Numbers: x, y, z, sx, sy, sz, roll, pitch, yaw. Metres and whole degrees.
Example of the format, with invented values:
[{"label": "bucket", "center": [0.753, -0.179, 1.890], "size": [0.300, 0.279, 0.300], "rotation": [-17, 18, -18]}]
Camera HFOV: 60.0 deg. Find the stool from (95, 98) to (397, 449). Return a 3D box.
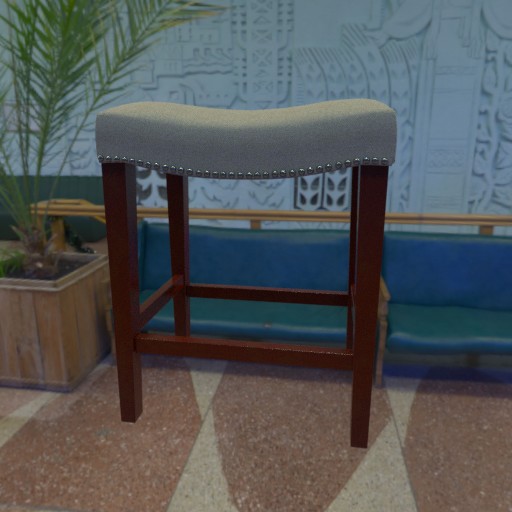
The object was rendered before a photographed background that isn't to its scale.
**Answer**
[{"label": "stool", "center": [0.000, 0.000, 0.960], "size": [0.509, 0.632, 0.375], "rotation": [3, 15, 9]}]
